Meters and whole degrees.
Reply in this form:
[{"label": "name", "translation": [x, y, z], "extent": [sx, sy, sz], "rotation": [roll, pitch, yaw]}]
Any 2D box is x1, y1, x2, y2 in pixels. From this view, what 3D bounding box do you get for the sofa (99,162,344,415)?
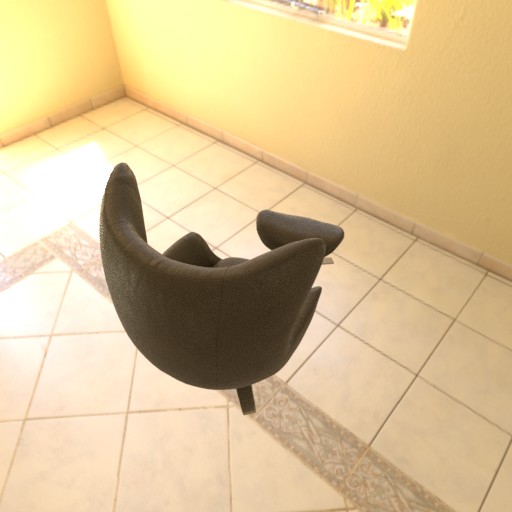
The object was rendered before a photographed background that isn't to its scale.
[{"label": "sofa", "translation": [0.000, 0.000, 2.135], "extent": [0.894, 1.135, 1.444], "rotation": [23, 50, 22]}]
